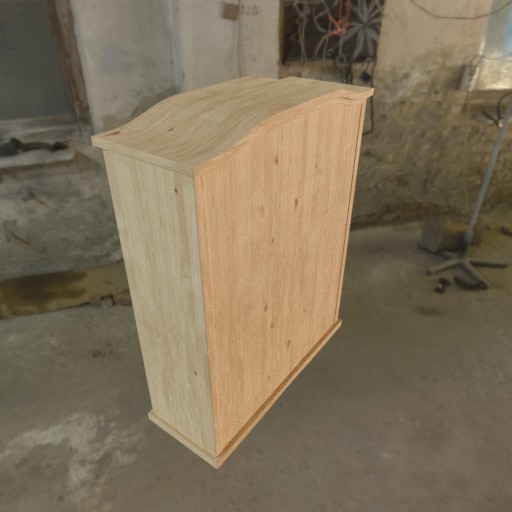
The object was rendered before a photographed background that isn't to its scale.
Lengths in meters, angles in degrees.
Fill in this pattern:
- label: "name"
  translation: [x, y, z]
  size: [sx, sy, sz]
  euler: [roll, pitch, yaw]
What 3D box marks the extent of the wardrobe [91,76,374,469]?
- label: "wardrobe"
  translation: [0.000, 0.000, 2.636]
  size: [0.570, 1.870, 1.500]
  euler: [22, 39, 30]
